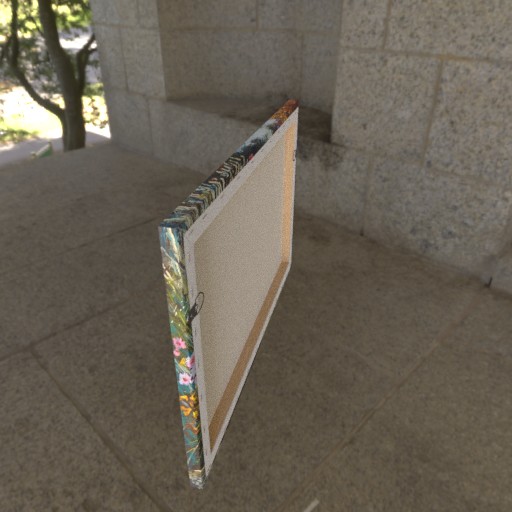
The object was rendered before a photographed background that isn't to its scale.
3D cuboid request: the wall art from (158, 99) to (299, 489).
[{"bbox_3d":[0.000,0.000,1.433,0.042,0.760,1.136,8,31,13],"label":"wall art"}]
